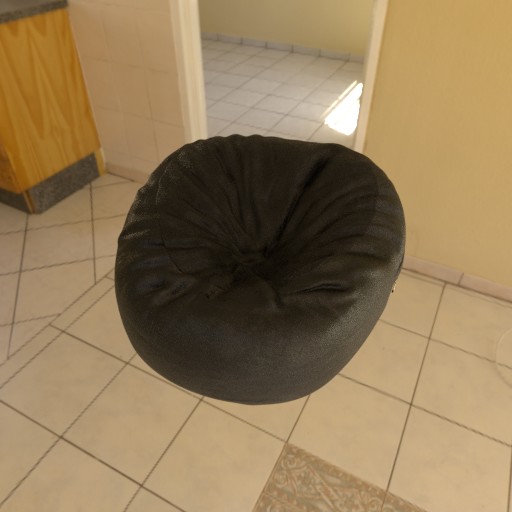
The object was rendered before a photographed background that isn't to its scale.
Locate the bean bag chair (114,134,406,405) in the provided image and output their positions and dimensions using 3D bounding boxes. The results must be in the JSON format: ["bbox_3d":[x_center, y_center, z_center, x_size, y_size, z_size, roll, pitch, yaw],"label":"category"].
[{"bbox_3d":[0.000,0.000,2.425,1.524,0.878,1.524,12,42,13],"label":"bean bag chair"}]
